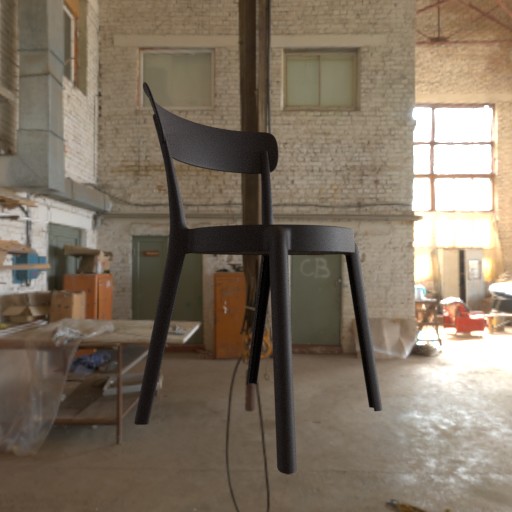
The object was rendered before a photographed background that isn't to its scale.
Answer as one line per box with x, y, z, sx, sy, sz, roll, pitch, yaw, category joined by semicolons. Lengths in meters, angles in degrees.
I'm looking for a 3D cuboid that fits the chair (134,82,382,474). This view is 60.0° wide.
0.000;0.000;1.114;0.491;0.790;0.506;-1;-1;37;chair
